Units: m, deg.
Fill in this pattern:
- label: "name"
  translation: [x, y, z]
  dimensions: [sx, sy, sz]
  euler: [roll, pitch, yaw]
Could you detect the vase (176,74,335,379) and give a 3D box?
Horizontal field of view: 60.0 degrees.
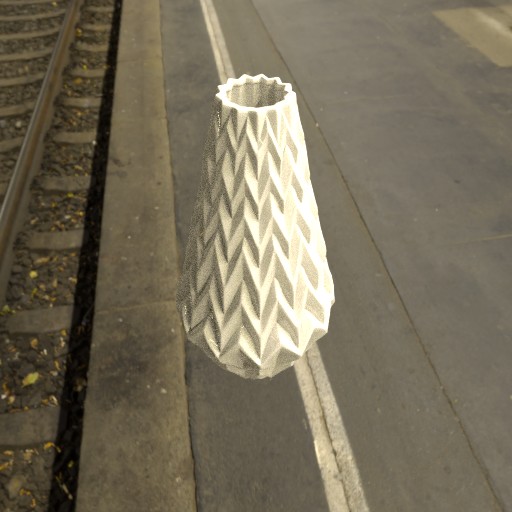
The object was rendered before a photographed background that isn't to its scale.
- label: "vase"
  translation: [0.000, 0.000, 0.423]
  dimensions: [0.167, 0.328, 0.167]
  euler: [0, 47, 0]
